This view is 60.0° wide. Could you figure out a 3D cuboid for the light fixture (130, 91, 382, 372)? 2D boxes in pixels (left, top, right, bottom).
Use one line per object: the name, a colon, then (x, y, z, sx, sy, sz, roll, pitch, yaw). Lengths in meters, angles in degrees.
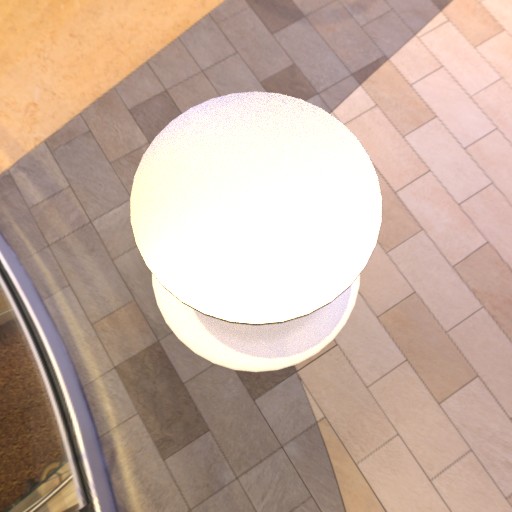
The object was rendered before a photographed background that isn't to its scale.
light fixture: (0.000, 0.000, 0.391, 0.199, 0.254, 0.199, 0, 74, 0)
